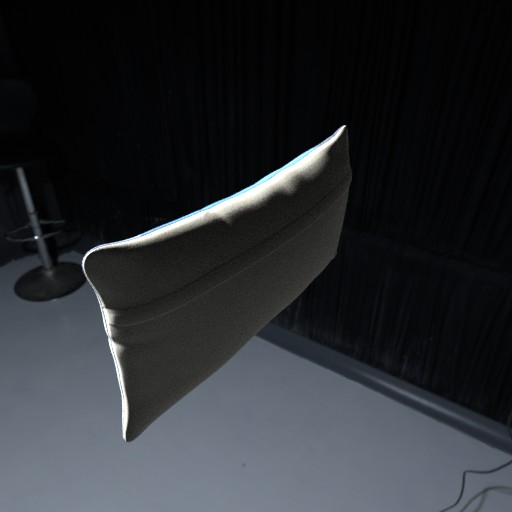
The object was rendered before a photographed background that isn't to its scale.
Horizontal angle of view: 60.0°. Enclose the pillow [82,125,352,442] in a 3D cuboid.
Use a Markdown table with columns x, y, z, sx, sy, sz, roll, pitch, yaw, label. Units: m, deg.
| x | y | z | sx | sy | sz | roll | pitch | yaw | label |
| --- | --- | --- | --- | --- | --- | --- | --- | --- | --- |
| 0.000 | 0.000 | 0.734 | 0.148 | 0.307 | 0.604 | 22 | 38 | 30 | pillow |
